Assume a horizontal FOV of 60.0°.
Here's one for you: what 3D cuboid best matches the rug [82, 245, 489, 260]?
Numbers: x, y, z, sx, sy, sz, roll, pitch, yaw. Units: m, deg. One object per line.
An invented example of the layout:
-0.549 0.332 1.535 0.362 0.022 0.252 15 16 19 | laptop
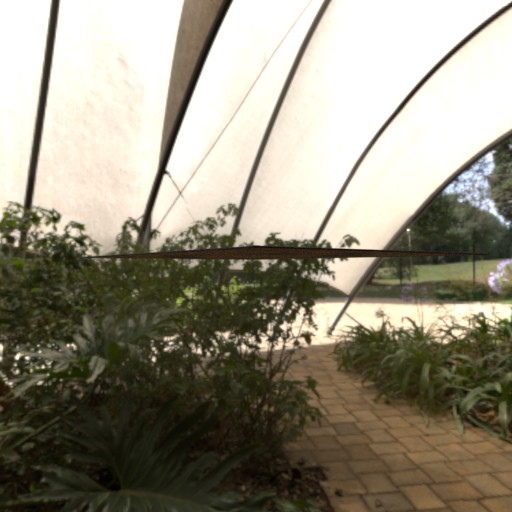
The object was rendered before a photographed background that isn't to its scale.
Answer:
0.000 0.000 2.899 1.630 0.009 2.232 1 -2 -36 | rug
